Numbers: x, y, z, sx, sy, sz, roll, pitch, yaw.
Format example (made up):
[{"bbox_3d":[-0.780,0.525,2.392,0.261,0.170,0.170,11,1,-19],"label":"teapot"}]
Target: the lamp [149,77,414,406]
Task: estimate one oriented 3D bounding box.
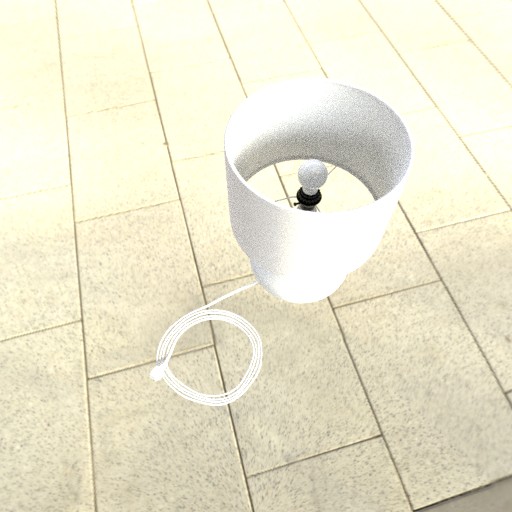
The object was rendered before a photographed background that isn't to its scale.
[{"bbox_3d":[0.000,0.000,0.865,0.546,0.457,0.401,-15,60,-9],"label":"lamp"}]
